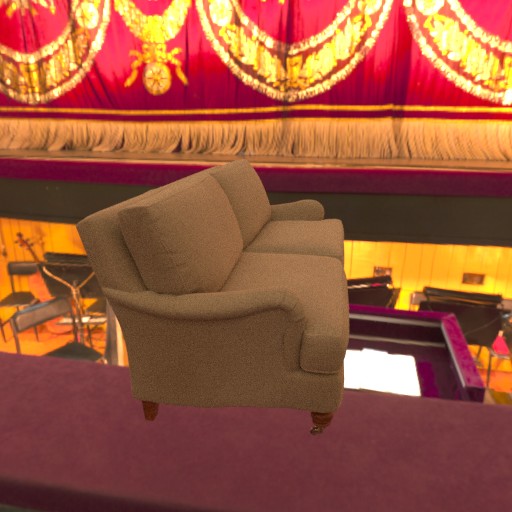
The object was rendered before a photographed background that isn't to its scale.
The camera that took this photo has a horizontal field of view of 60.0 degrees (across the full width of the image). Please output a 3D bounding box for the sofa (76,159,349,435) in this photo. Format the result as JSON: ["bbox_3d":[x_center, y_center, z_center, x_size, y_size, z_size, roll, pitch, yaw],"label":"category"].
[{"bbox_3d":[0.000,0.000,2.687,1.091,0.997,2.070,3,18,10],"label":"sofa"}]
